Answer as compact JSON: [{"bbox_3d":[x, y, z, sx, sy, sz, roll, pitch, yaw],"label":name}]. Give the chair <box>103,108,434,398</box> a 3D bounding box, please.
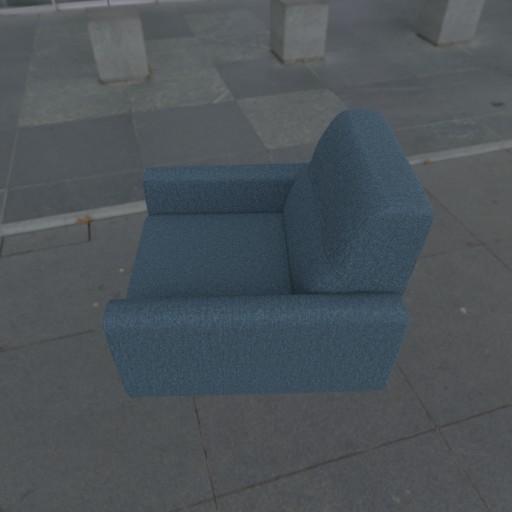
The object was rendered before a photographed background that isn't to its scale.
[{"bbox_3d":[0.000,0.000,1.714,0.964,0.940,0.880,-1,43,-1],"label":"chair"}]
